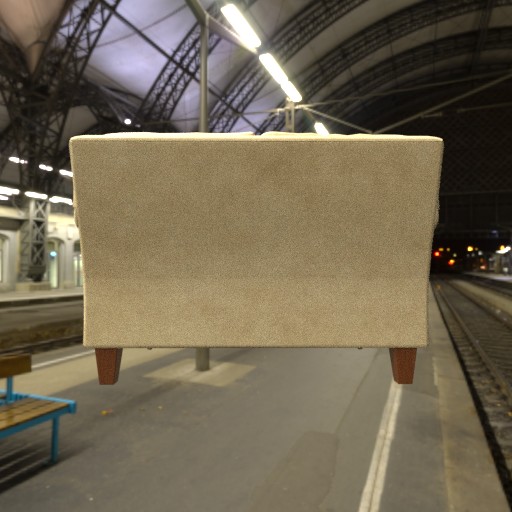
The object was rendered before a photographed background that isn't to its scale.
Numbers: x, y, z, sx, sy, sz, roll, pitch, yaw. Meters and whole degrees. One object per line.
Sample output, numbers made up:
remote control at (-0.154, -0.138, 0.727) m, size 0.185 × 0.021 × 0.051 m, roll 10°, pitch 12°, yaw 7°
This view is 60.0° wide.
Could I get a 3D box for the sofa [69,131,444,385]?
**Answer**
sofa at (0.000, 0.000, 2.215) m, size 1.498 × 1.087 × 1.086 m, roll 0°, pitch -1°, yaw -1°
